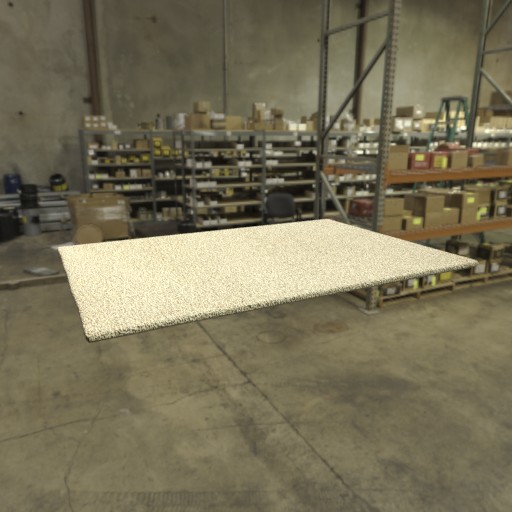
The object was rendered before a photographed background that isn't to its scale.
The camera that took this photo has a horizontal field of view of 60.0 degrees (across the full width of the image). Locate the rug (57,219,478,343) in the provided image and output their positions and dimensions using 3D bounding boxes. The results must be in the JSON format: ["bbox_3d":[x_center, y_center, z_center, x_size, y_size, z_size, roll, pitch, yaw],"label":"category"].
[{"bbox_3d":[0.000,0.000,2.250,1.778,0.030,1.219,-8,17,-26],"label":"rug"}]
